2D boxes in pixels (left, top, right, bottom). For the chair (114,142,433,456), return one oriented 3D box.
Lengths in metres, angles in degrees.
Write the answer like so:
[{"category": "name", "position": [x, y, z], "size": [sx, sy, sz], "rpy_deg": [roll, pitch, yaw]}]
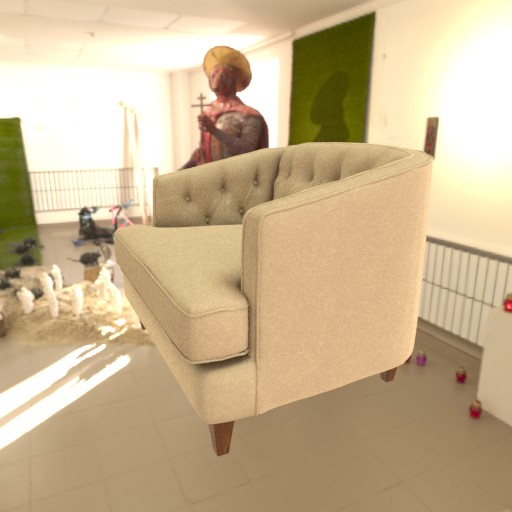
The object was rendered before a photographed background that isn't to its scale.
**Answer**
[{"category": "chair", "position": [0.000, 0.000, 1.737], "size": [0.941, 0.852, 1.104], "rpy_deg": [-8, 17, -26]}]
